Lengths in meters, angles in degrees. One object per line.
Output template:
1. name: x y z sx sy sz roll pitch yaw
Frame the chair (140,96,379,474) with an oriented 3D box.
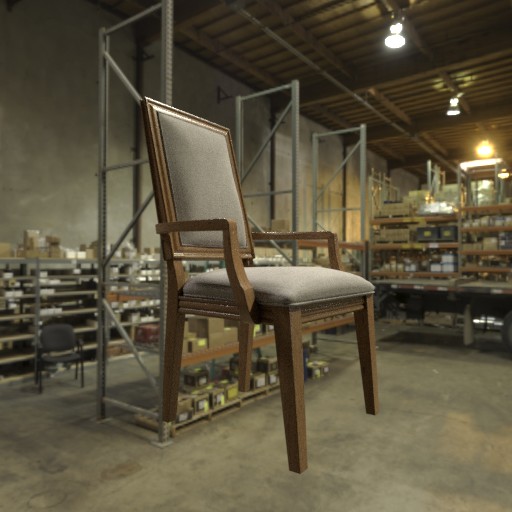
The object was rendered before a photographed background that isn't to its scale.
1. chair: 0.000 0.000 1.379 0.602 0.990 0.606 0 -1 36
